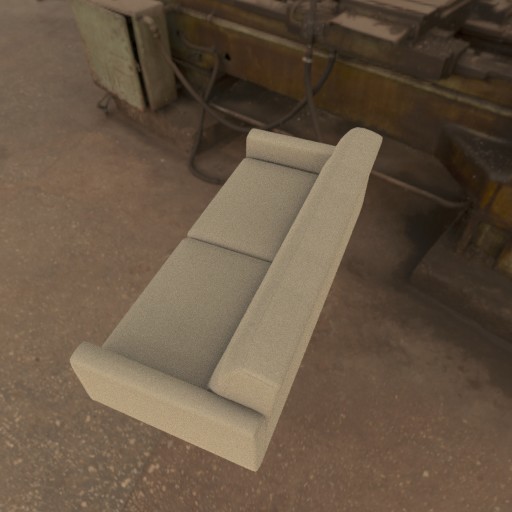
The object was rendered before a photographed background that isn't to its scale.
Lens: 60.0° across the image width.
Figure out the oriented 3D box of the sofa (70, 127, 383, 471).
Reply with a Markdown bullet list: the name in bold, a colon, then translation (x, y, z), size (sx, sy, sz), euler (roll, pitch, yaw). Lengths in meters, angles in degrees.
- **sofa**: translation (0.000, 0.000, 2.658), size (0.980, 0.892, 2.137), euler (17, 49, 15)
